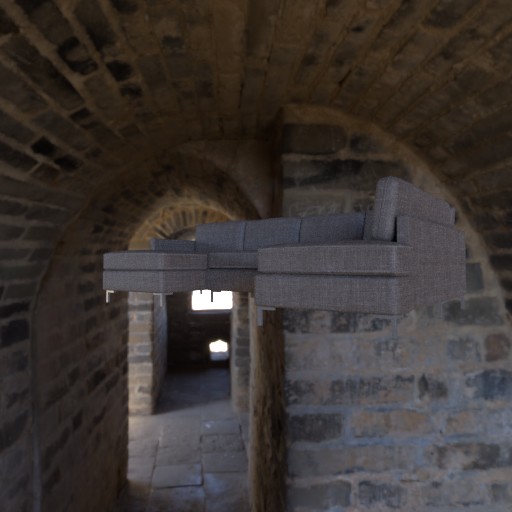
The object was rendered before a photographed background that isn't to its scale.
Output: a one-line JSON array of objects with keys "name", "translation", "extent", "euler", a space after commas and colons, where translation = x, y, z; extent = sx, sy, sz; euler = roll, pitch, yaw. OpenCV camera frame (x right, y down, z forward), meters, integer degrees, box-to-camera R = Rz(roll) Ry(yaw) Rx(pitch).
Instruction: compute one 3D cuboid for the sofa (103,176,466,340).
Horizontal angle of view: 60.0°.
[{"name": "sofa", "translation": [0.000, 0.000, 4.282], "extent": [3.423, 0.999, 2.048], "euler": [-1, -1, 36]}]
